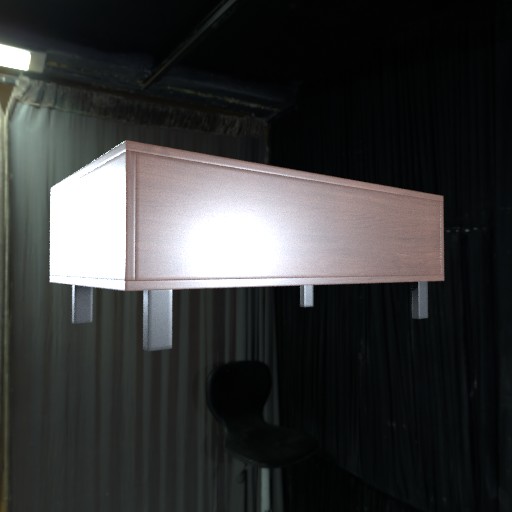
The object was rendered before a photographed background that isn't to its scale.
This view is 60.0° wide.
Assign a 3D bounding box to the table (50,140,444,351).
[{"bbox_3d":[0.000,0.000,1.321,1.020,0.380,0.600,1,-2,-37],"label":"table"}]
